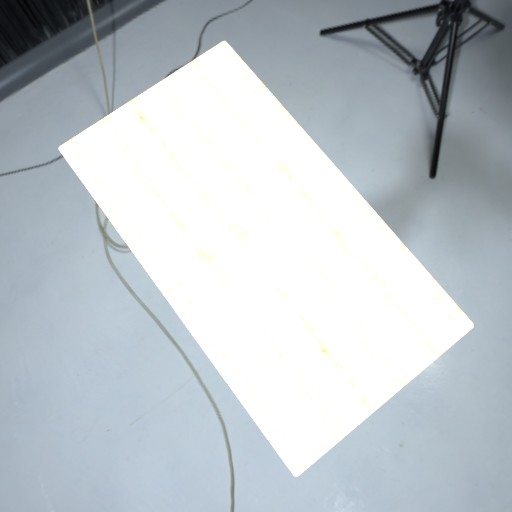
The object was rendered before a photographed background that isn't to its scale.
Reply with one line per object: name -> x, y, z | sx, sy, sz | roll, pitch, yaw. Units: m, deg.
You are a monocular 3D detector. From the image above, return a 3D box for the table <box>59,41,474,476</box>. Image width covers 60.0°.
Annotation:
table -> 0.000, 0.000, 2.073 | 0.900, 0.760, 1.600 | -37, 79, -8
